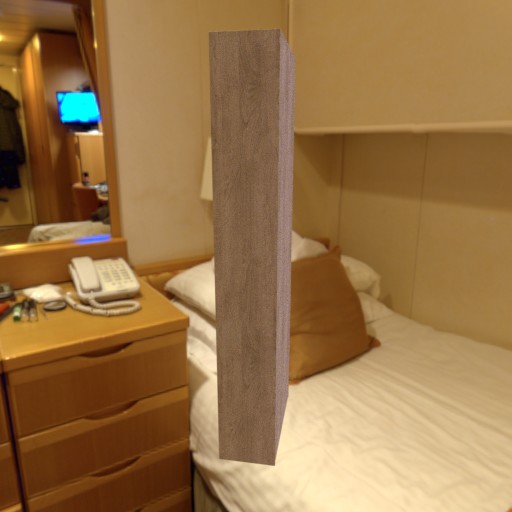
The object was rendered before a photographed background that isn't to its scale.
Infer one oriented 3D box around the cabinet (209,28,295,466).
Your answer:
[{"bbox_3d":[0.000,0.000,1.875,0.250,1.630,0.520,3,15,10],"label":"cabinet"}]
